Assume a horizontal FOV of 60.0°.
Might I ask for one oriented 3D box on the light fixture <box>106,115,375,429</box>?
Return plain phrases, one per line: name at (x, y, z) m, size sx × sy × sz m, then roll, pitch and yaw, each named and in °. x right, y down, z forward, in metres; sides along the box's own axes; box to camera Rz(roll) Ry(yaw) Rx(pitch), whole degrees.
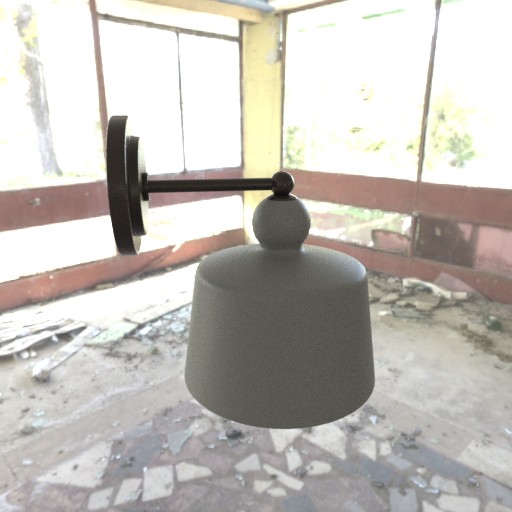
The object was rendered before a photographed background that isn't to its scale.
light fixture at (0.000, 0.000, 0.444) m, size 0.254 × 0.268 × 0.204 m, roll -3°, pitch 17°, yaw -9°
